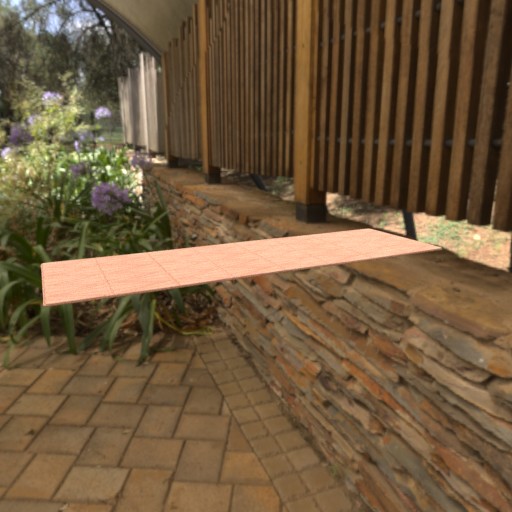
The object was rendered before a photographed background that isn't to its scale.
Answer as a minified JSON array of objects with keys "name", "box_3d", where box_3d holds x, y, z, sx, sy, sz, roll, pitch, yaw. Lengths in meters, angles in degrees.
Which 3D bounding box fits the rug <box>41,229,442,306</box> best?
[{"name":"rug","box_3d":[0.000,0.000,2.780,2.435,0.015,0.760,-7,16,-25]}]
